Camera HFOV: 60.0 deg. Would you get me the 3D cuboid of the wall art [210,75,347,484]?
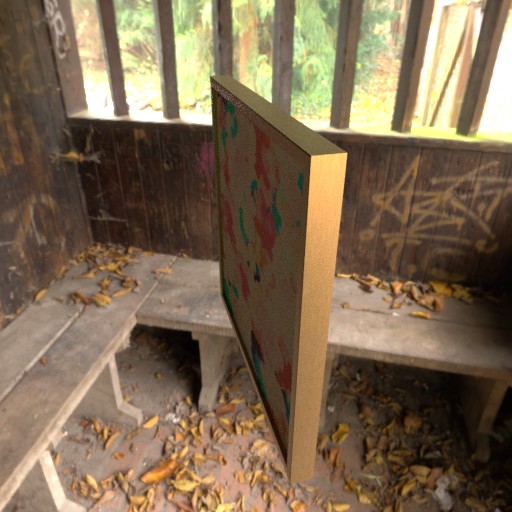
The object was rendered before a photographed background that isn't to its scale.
[{"bbox_3d":[0.000,0.000,0.760,0.037,0.509,0.510,-8,31,-14],"label":"wall art"}]
